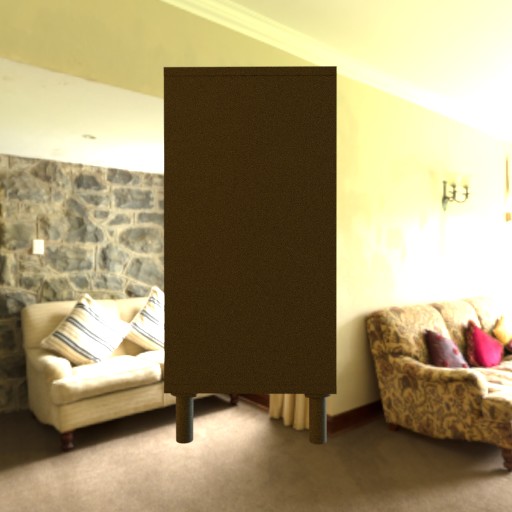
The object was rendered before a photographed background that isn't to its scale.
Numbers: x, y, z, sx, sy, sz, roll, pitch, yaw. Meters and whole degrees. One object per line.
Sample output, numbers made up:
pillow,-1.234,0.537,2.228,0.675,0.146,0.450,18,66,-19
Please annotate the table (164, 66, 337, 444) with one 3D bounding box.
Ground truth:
table,0.000,0.000,1.595,0.400,0.855,1.200,0,0,1
